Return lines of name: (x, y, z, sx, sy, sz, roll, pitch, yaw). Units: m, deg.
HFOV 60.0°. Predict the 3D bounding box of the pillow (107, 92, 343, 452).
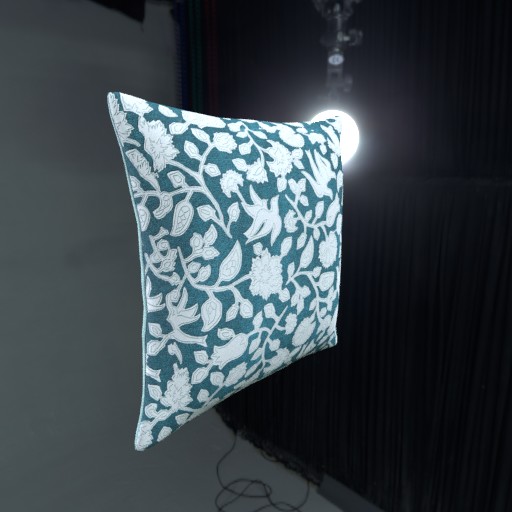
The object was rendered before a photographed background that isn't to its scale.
pillow: (0.000, 0.000, 0.787, 0.166, 0.508, 0.525, 12, 18, 42)
